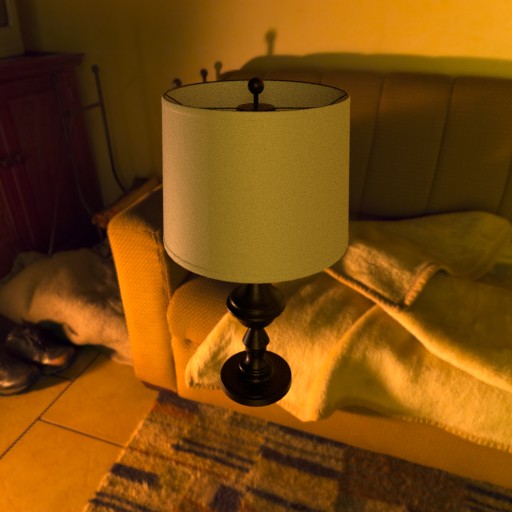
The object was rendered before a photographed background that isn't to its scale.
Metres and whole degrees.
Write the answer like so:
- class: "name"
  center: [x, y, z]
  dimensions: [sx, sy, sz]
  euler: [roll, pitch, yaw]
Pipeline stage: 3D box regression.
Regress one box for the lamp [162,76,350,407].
- class: "lamp"
  center: [0.000, 0.000, 0.960]
  dimensions: [0.383, 0.726, 0.383]
  euler: [0, 29, 0]
